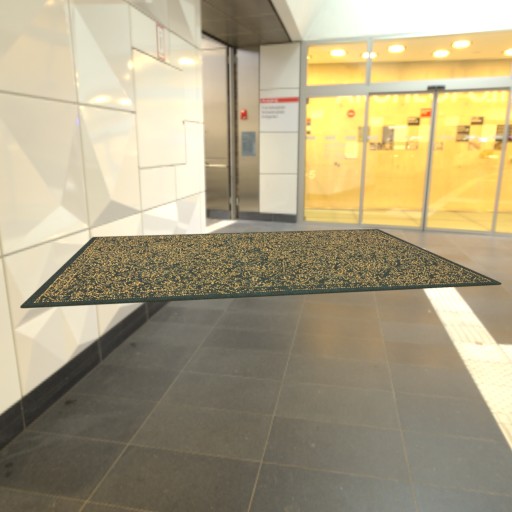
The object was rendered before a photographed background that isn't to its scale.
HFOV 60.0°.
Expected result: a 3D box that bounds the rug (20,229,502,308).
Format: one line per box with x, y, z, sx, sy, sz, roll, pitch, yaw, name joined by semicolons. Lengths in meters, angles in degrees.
0.000;0.000;2.240;1.829;0.010;1.219;-2;14;-8;rug
